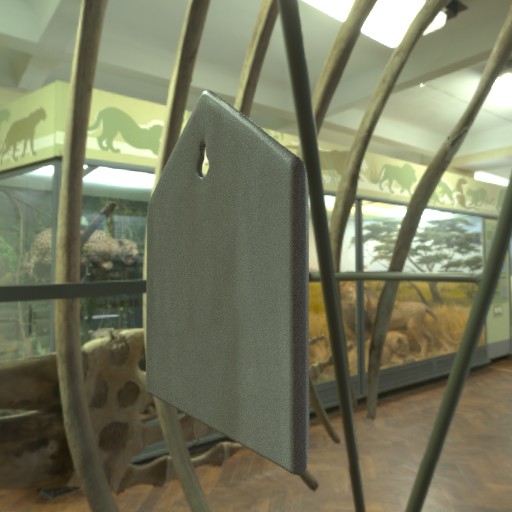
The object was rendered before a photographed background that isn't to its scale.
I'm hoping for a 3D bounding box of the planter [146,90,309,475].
[{"bbox_3d":[0.000,0.000,0.280,0.080,0.194,0.163,1,-2,-37],"label":"planter"}]
